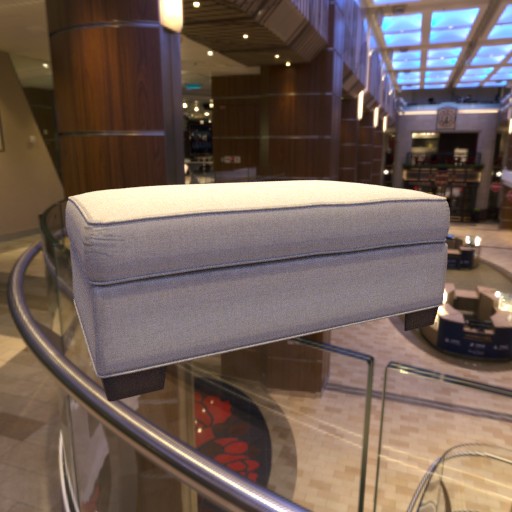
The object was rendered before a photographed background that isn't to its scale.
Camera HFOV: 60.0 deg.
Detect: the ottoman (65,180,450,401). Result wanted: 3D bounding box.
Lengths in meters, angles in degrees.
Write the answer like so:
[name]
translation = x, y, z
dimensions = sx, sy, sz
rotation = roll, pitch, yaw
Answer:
[ottoman]
translation = 0.000, 0.000, 1.451
dimensions = 1.097, 0.461, 0.617
rotation = -7, 15, -26
